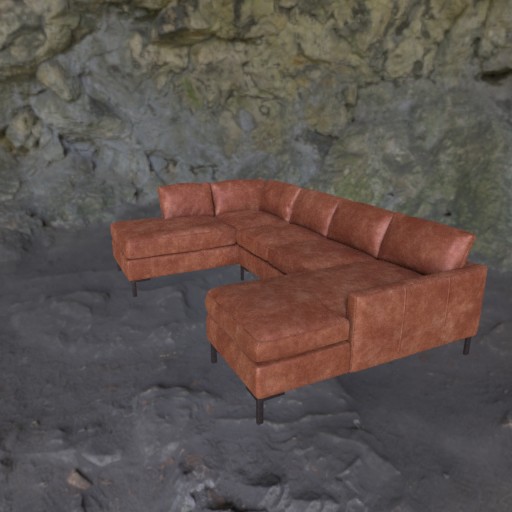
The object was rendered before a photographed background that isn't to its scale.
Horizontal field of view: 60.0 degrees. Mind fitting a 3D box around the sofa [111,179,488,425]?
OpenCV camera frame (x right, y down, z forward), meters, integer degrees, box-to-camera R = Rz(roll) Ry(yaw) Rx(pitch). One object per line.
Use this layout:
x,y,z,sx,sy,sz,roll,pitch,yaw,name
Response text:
0.000,0.000,3.784,1.939,0.900,2.956,-9,20,-25,sofa
